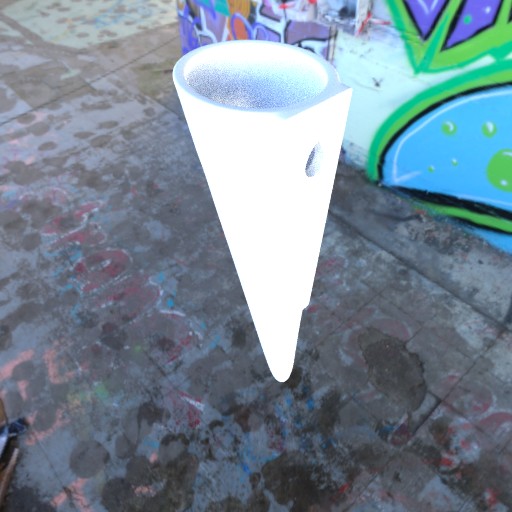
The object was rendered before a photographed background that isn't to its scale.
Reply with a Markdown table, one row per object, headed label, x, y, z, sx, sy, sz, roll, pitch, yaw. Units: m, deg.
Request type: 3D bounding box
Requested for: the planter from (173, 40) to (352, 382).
| label | x | y | z | sx | sy | sz | roll | pitch | yaw |
| --- | --- | --- | --- | --- | --- | --- | --- | --- | --- |
| planter | 0.000 | 0.000 | 0.230 | 0.057 | 0.193 | 0.064 | -34 | 55 | -28 |
